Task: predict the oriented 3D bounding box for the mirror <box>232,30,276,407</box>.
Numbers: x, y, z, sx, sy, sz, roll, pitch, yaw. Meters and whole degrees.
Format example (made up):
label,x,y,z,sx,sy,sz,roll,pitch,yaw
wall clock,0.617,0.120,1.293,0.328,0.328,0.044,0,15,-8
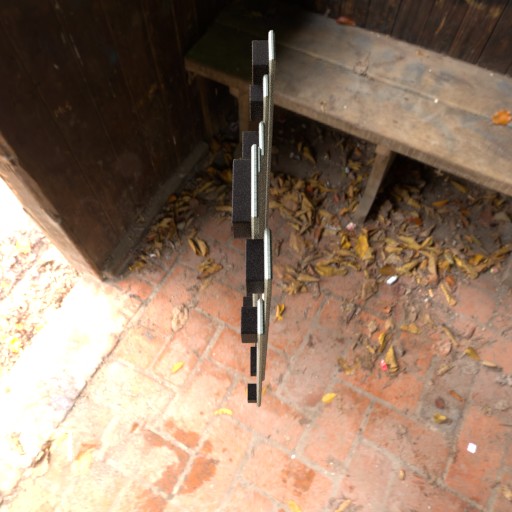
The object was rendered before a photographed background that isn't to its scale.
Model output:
label,x,y,z,sx,sy,sz,roll,pitch,yaw
mirror,0.000,0.000,0.818,0.058,0.611,0.445,0,63,0
